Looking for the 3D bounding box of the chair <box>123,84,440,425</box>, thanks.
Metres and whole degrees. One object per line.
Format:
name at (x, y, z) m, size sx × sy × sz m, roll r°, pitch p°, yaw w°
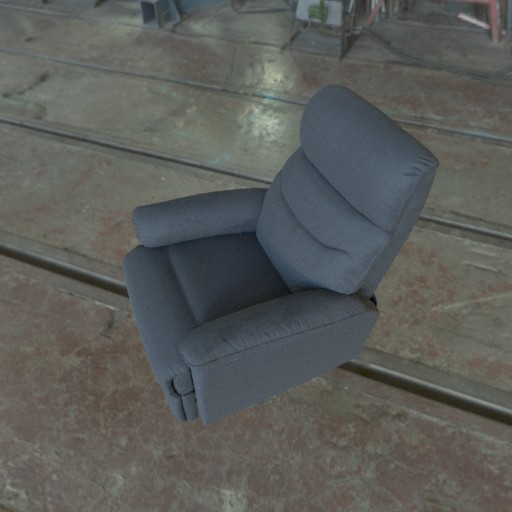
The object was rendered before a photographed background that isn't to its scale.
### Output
chair at (0.000, 0.000, 1.729) m, size 1.004 × 1.037 × 0.820 m, roll -17°, pitch 48°, yaw -16°
